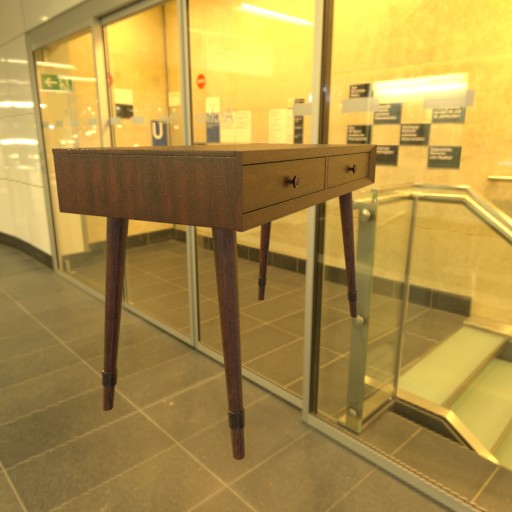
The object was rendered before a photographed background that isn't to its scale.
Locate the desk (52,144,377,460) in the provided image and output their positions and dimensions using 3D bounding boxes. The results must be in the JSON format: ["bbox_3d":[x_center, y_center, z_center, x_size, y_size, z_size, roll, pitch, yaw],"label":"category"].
[{"bbox_3d":[0.000,0.000,2.138,0.734,1.031,1.577,8,17,26],"label":"desk"}]
